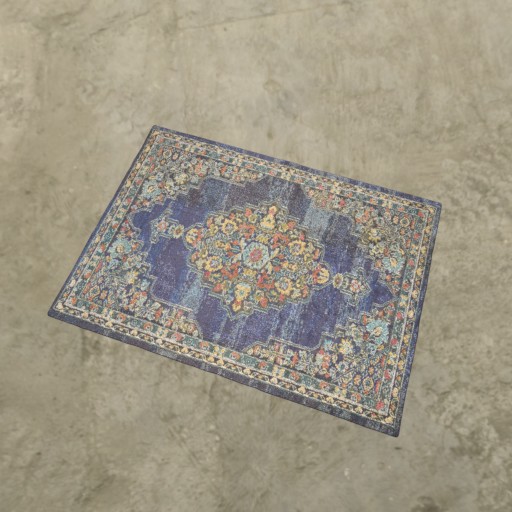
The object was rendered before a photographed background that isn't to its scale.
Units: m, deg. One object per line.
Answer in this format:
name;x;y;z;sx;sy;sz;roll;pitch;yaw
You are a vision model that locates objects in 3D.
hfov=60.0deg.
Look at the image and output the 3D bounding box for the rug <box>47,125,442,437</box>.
rug;0.000;0.000;2.954;2.232;0.009;1.630;17;66;8
